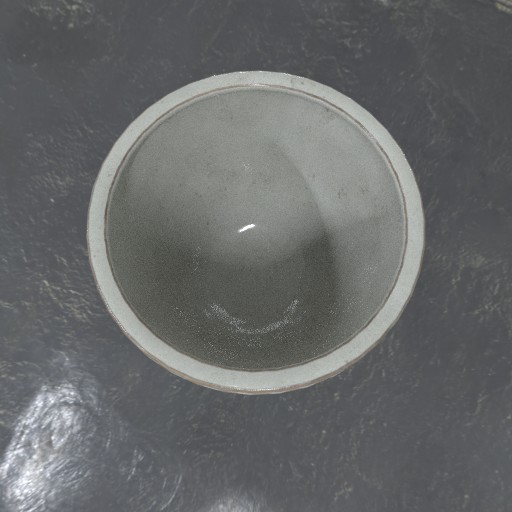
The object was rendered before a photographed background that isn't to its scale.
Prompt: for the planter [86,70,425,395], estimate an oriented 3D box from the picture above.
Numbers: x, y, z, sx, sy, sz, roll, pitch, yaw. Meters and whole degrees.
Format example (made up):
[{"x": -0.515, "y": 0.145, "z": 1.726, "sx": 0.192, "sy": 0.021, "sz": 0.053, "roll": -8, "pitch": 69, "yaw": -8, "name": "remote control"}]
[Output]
[{"x": 0.000, "y": 0.000, "z": 0.241, "sx": 0.139, "sy": 0.130, "sz": 0.139, "roll": 0, "pitch": 75, "yaw": 0, "name": "planter"}]
